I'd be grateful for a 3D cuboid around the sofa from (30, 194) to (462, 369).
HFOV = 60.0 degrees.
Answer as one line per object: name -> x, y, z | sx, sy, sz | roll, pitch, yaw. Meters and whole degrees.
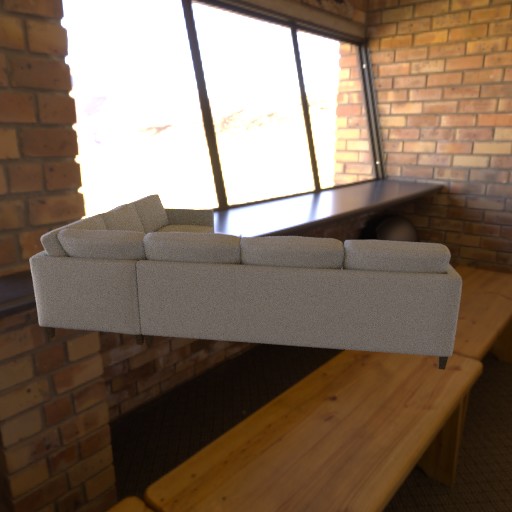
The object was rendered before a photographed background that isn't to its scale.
sofa -> 0.000, 0.000, 4.526 | 3.333, 0.934, 2.522 | 2, 16, 9
